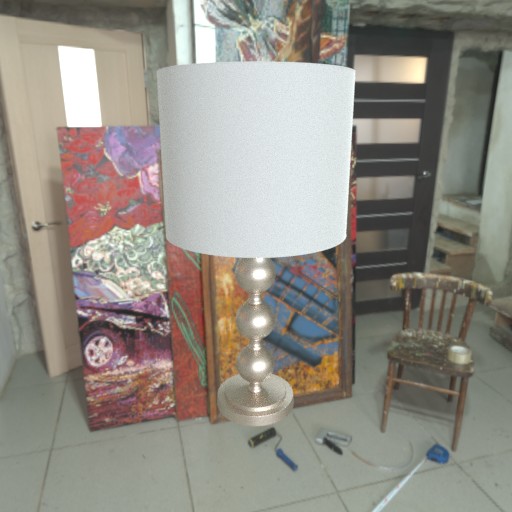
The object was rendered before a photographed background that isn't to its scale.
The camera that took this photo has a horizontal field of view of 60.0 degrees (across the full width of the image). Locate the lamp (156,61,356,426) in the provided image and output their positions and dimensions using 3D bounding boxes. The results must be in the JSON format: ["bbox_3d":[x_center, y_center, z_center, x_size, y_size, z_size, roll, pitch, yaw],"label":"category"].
[{"bbox_3d":[0.000,0.000,0.703,0.277,0.538,0.277,16,24,42],"label":"lamp"}]
